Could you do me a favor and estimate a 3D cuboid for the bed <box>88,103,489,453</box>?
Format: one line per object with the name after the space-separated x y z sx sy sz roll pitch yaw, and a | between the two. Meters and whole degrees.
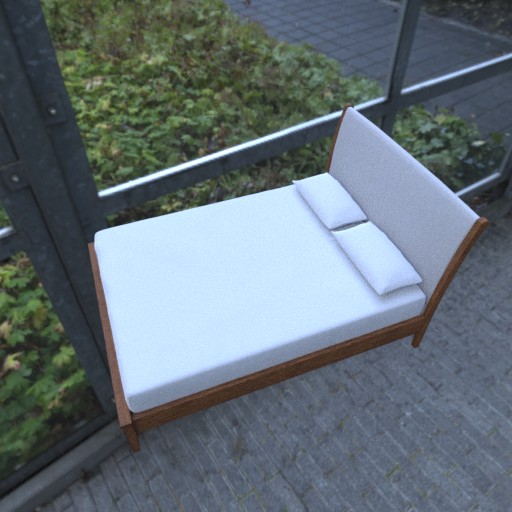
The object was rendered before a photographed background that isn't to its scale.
0.000 0.000 2.943 2.108 1.135 1.502 -15 47 -15 | bed
